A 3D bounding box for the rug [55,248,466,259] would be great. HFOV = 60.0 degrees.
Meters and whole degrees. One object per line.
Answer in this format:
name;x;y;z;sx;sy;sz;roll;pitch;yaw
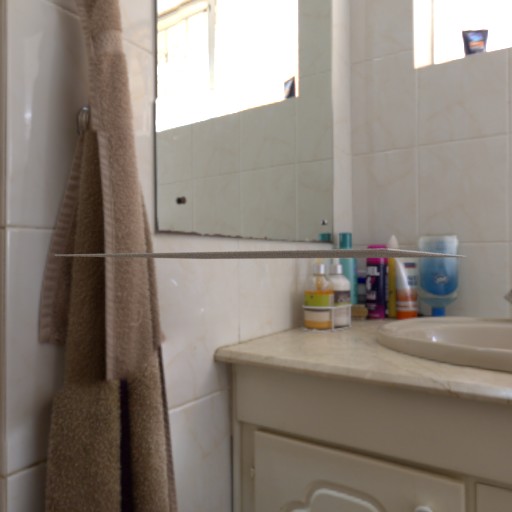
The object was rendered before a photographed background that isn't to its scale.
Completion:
rug;0.000;0.000;2.243;1.749;0.015;1.141;-1;-1;36
